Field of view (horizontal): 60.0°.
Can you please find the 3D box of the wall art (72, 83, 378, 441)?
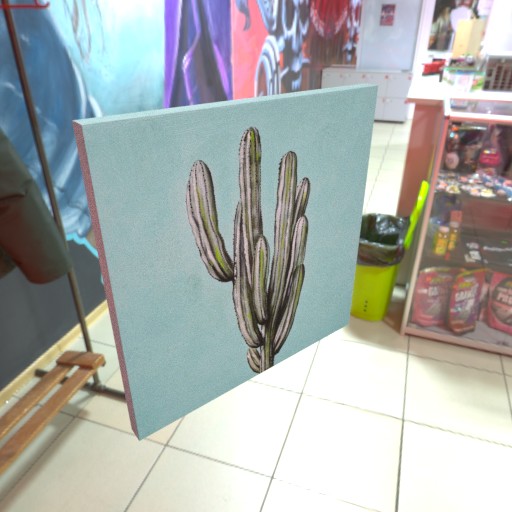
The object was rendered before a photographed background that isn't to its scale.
[{"bbox_3d":[0.000,0.000,0.893,0.603,0.603,0.036,-20,35,-33],"label":"wall art"}]
